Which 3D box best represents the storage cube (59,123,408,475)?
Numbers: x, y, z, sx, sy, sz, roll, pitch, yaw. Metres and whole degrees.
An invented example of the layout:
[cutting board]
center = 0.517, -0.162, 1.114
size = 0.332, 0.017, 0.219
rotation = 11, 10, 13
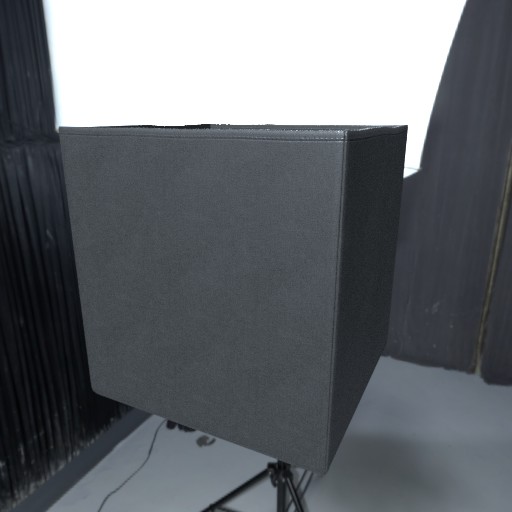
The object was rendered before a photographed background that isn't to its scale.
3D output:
[storage cube]
center = 0.000, 0.000, 0.494
size = 0.270, 0.280, 0.270
rotation = 9, 19, 25
